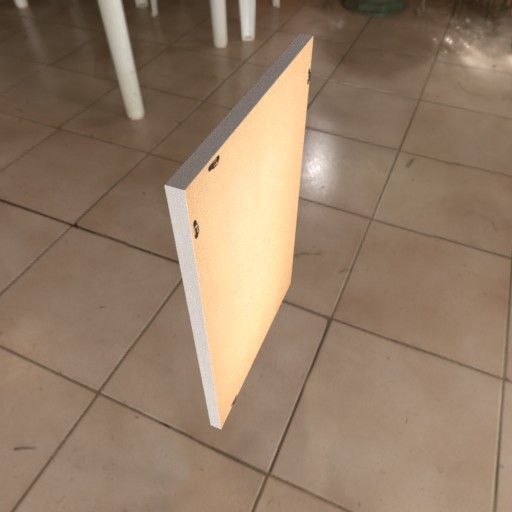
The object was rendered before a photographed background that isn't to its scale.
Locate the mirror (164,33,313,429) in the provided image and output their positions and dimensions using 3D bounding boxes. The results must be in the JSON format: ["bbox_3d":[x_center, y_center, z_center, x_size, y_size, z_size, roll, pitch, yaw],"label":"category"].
[{"bbox_3d":[0.000,0.000,1.181,0.040,0.915,0.609,17,50,15],"label":"mirror"}]
